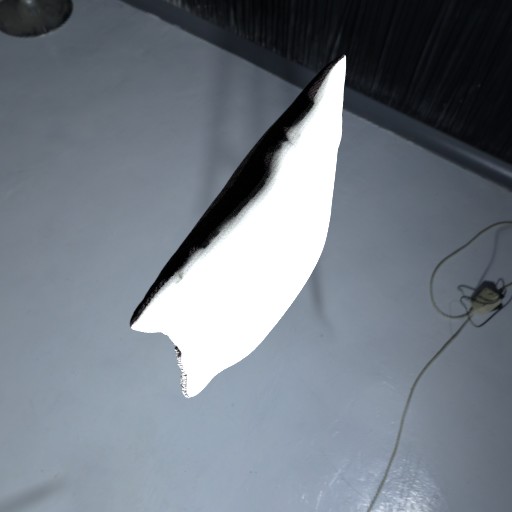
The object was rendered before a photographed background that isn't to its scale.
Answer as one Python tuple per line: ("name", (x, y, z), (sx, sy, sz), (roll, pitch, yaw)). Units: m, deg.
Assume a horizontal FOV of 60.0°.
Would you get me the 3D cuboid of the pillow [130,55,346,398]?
("pillow", (0.000, 0.000, 0.745), (0.178, 0.473, 0.475), (31, 68, 14))
